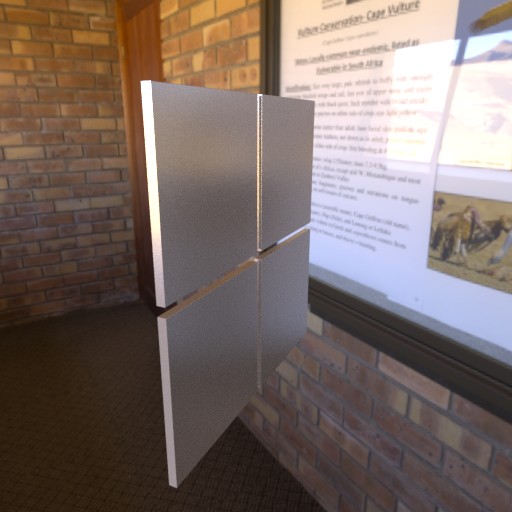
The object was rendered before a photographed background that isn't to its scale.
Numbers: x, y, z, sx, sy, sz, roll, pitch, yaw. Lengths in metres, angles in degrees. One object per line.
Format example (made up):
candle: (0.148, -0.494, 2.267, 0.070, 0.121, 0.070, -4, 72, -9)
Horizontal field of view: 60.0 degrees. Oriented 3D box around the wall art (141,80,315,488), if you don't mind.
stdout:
wall art: (0.000, 0.000, 1.628, 0.029, 1.118, 1.118, 8, 19, 25)
